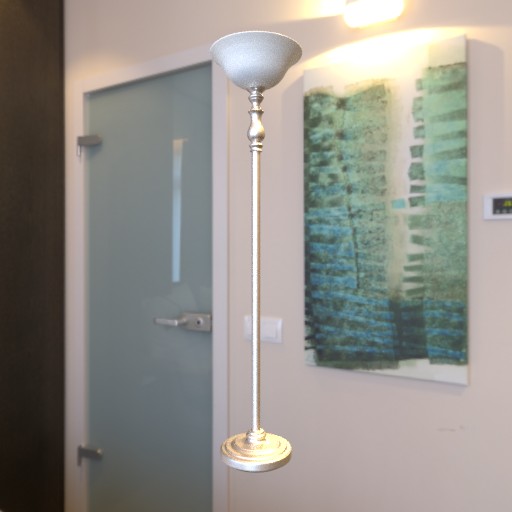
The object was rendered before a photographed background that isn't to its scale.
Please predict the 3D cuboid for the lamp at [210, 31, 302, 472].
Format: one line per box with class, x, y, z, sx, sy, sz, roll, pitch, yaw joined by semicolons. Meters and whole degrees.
lamp;0.000;0.000;1.948;0.405;1.771;0.405;0;0;-1
